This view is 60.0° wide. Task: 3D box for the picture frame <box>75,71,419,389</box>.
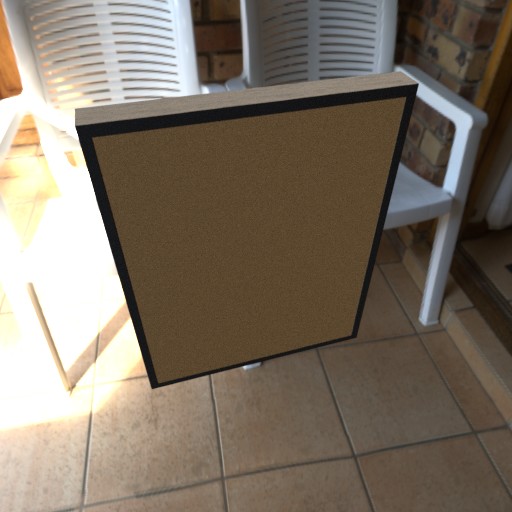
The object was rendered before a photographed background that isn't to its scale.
[{"bbox_3d":[0.000,0.000,0.715,0.421,0.526,0.046,-11,43,-12],"label":"picture frame"}]
